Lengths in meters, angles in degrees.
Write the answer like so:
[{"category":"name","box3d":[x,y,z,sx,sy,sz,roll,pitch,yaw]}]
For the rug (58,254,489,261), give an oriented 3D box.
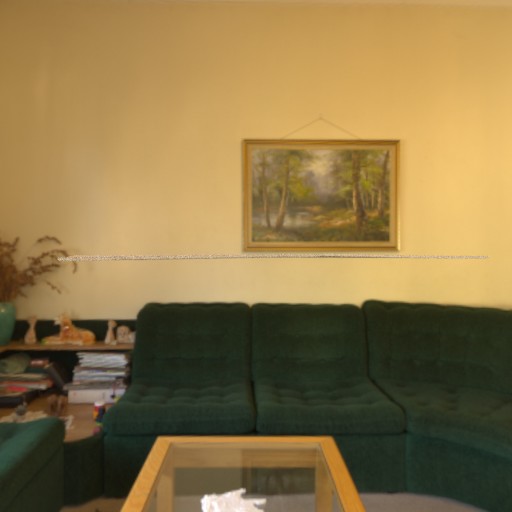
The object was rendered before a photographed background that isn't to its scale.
[{"category":"rug","box3d":[0.000,0.000,2.926,2.264,0.030,1.624,0,0,-18]}]
